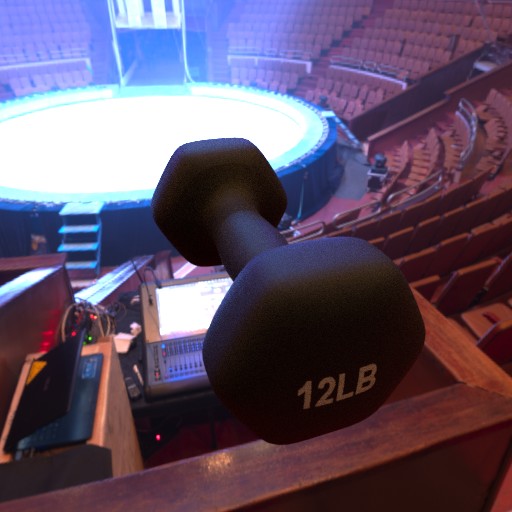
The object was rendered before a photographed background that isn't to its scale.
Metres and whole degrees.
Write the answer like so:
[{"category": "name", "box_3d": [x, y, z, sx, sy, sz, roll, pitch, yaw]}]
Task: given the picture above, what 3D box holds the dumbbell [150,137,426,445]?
[{"category": "dumbbell", "box_3d": [0.000, 0.000, 0.288, 0.112, 0.101, 0.231, -10, 32, -16]}]
